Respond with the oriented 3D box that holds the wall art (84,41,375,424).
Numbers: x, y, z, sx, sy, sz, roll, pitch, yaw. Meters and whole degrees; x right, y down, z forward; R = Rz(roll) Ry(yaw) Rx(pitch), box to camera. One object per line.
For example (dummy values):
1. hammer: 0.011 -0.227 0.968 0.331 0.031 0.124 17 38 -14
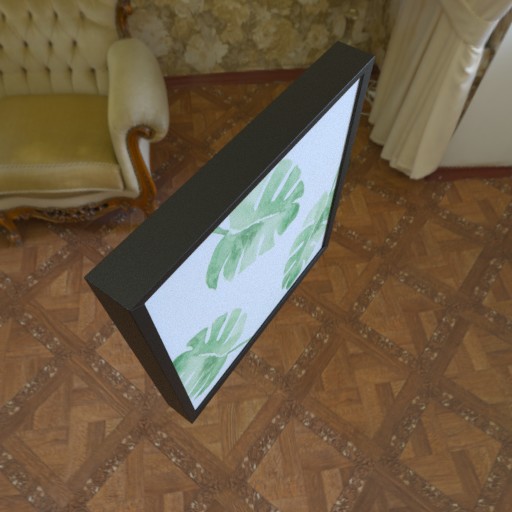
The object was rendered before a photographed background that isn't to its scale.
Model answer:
1. wall art: 0.000 0.000 0.457 0.038 0.304 0.304 31 63 18
